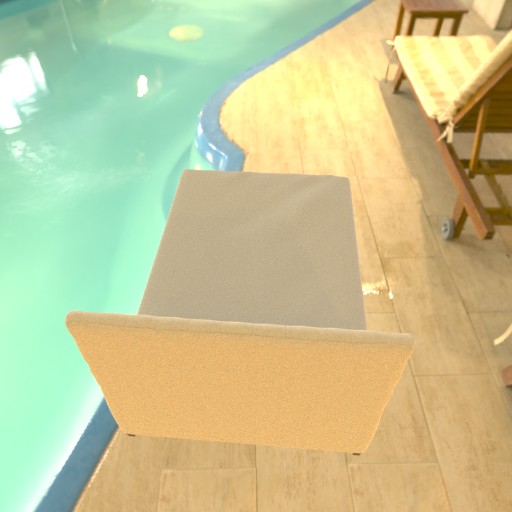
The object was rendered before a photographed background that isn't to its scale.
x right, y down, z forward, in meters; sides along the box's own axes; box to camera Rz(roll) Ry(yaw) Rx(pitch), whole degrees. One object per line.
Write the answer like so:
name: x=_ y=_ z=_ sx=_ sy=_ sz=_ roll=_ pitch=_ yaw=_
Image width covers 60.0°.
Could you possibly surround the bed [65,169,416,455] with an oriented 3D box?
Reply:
bed: x=0.000 y=0.000 z=3.390 sx=1.698 sy=1.427 sz=2.387 roll=3 pitch=47 yaw=3
